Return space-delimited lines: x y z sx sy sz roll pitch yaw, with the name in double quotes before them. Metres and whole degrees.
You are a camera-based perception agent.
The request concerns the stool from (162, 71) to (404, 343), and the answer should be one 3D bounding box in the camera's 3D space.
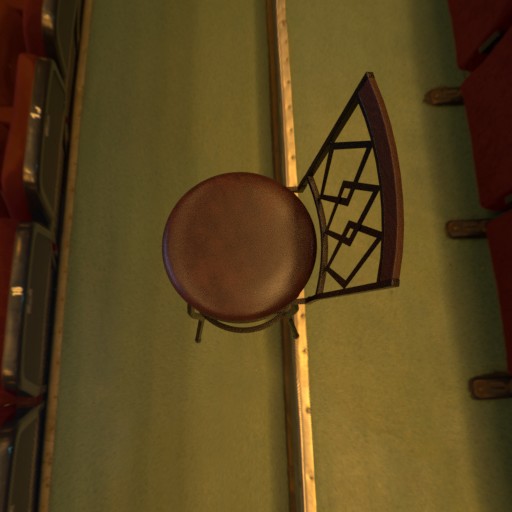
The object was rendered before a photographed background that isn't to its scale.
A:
"stool" 0.000 0.000 1.334 0.521 1.134 0.432 -2 76 -1
